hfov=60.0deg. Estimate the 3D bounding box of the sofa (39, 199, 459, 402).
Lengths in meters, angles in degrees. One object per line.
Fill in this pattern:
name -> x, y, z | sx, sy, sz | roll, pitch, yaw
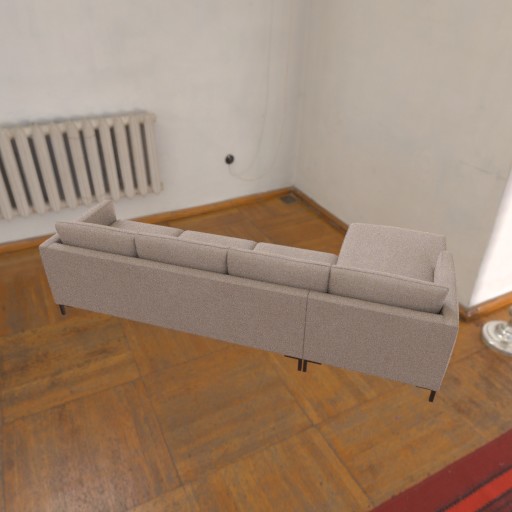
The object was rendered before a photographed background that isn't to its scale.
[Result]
sofa -> 0.000, 0.000, 3.546 | 2.923, 0.816, 1.469 | 10, 34, 15
